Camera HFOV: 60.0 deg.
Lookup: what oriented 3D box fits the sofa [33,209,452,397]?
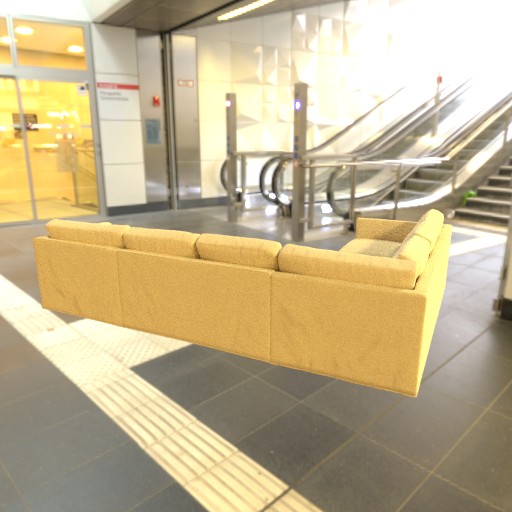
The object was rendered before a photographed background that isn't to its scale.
[{"bbox_3d":[0.000,0.000,4.456,3.460,0.882,2.427,7,17,25],"label":"sofa"}]
